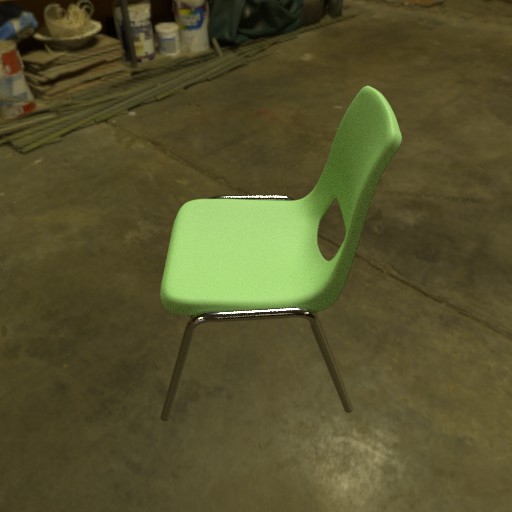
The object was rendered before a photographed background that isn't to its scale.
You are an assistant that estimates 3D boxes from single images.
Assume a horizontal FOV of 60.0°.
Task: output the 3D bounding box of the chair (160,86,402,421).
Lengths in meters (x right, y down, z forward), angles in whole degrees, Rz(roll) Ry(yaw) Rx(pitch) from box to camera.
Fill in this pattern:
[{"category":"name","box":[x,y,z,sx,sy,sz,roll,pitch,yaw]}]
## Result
[{"category":"chair","box":[0.000,0.000,0.924,0.436,0.653,0.381,-1,41,-1]}]
